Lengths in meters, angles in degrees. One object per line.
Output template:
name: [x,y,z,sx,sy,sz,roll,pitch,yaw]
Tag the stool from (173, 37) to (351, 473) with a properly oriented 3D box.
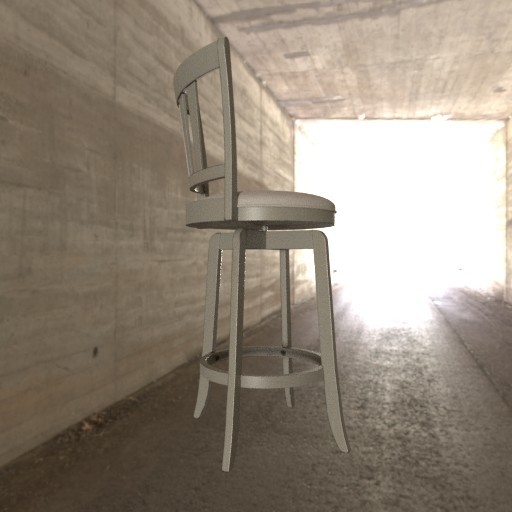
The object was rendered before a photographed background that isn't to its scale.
stool: [0.000,0.000,1.298,0.475,1.042,0.436,0,0,-18]
